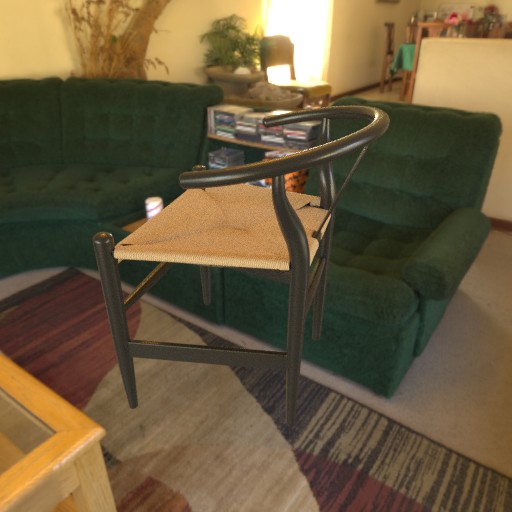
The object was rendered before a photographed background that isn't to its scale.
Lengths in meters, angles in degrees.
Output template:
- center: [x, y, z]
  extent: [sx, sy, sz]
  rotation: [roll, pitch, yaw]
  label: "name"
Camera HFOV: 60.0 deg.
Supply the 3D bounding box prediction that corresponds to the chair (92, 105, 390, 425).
- center: [0.000, 0.000, 1.150]
  extent: [0.570, 0.739, 0.570]
  rotation: [9, 30, 15]
  label: "chair"
